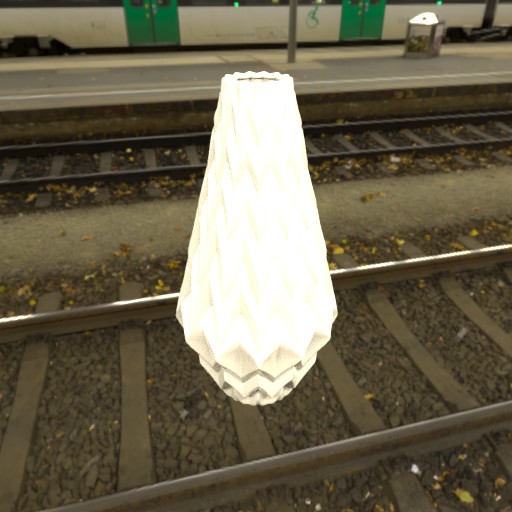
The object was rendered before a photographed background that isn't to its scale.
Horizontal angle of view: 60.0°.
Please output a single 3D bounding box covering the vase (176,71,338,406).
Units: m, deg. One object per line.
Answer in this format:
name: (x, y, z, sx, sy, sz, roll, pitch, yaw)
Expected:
vase: (0.000, 0.000, 0.432, 0.167, 0.328, 0.167, 0, 31, 0)
